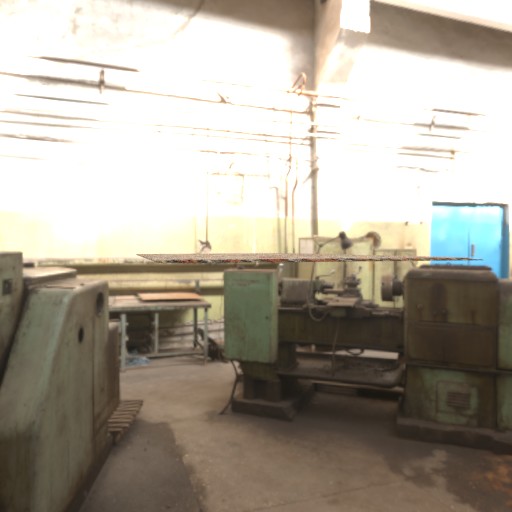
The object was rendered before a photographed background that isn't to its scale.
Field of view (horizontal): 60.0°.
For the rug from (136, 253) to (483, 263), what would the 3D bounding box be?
[{"bbox_3d":[0.000,0.000,2.458,1.218,0.010,1.997,0,1,-17],"label":"rug"}]
